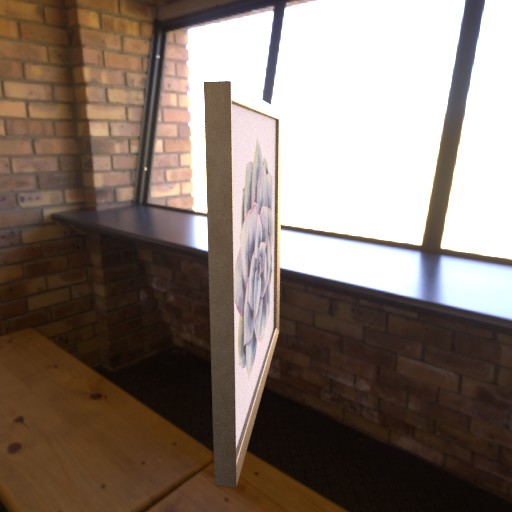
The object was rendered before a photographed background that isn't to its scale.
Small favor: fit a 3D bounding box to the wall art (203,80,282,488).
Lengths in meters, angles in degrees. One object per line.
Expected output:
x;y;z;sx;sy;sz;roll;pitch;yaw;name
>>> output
0.000;0.000;0.765;0.030;0.506;0.503;2;15;9;wall art
